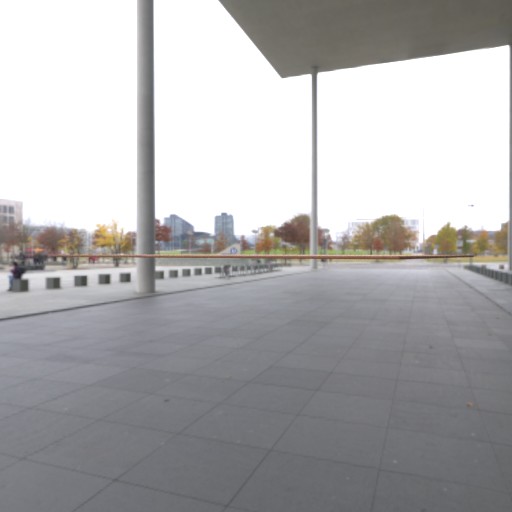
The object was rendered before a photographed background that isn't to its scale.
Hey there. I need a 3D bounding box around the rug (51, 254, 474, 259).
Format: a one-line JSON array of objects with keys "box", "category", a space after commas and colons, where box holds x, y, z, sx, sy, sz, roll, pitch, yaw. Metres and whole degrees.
[{"box": [0.000, 0.000, 3.004, 2.438, 0.014, 1.524, 0, 0, 36], "category": "rug"}]
